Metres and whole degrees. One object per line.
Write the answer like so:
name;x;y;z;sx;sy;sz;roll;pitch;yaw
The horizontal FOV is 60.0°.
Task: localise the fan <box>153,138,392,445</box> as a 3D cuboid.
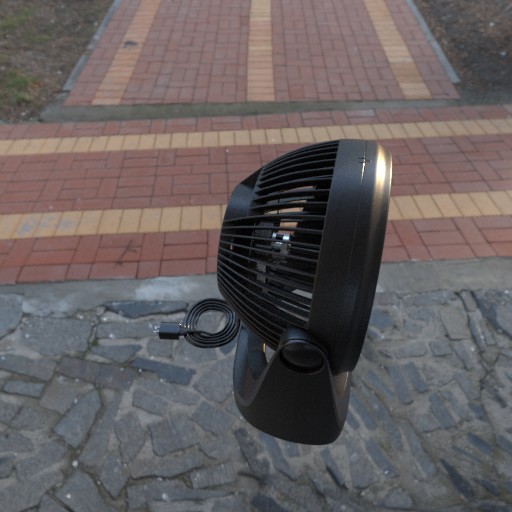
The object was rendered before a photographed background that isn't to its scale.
fan;0.000;0.000;0.486;0.256;0.277;0.273;10;47;9
